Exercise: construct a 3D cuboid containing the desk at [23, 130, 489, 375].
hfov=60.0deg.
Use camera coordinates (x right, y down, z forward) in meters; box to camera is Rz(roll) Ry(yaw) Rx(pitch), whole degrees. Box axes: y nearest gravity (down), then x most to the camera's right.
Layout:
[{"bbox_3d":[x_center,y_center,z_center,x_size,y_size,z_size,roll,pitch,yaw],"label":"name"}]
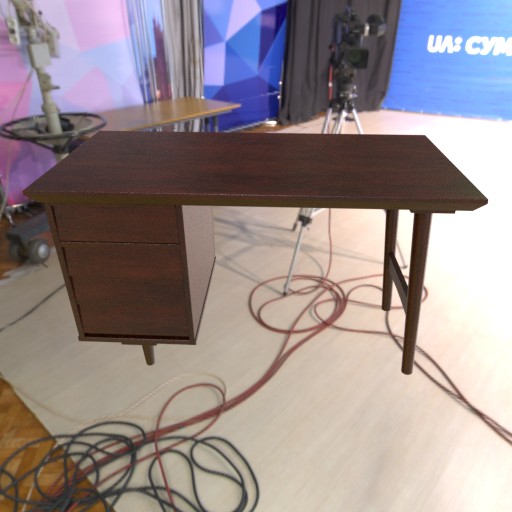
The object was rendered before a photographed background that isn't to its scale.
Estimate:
[{"bbox_3d":[0.000,0.000,1.668,1.277,0.758,0.612,1,31,2],"label":"desk"}]
